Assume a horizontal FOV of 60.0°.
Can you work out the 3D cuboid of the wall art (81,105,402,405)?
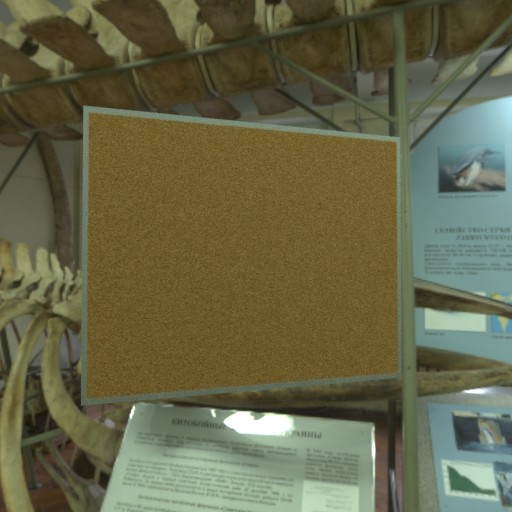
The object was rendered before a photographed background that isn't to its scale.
[{"bbox_3d":[0.000,0.000,0.765,0.557,0.450,0.037,0,-1,-17],"label":"wall art"}]
